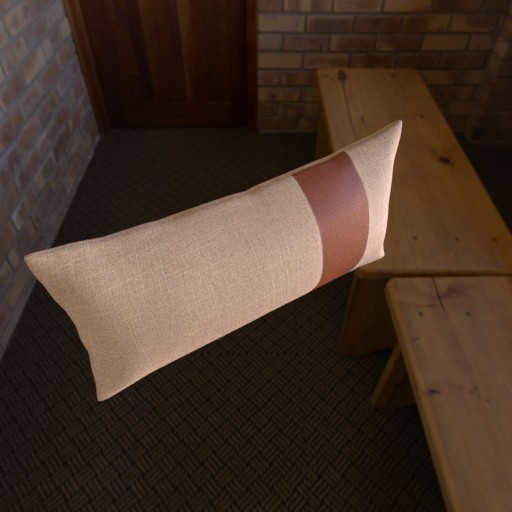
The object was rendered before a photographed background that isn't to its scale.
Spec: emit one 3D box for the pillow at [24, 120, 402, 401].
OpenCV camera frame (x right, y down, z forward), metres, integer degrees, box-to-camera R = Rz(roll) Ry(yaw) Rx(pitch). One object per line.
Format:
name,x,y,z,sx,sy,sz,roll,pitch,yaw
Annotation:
pillow,0.000,0.000,0.719,0.612,0.282,0.155,-24,50,-22
